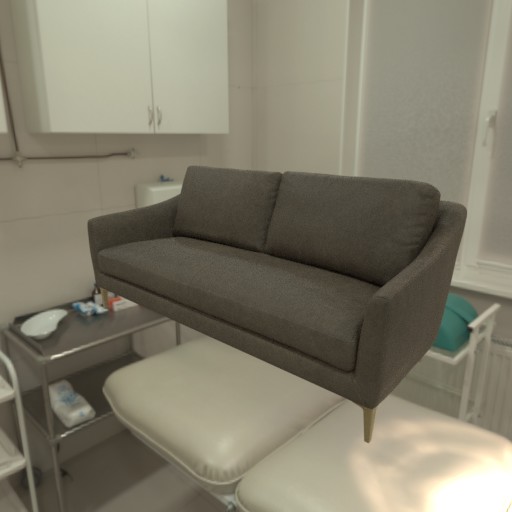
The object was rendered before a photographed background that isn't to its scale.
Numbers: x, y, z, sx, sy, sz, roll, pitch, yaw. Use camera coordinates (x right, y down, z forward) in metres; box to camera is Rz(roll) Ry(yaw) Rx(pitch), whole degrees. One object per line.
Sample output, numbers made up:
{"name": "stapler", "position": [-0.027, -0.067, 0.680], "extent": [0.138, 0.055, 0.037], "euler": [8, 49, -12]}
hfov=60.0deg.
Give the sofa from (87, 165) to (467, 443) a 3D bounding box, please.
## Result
{"name": "sofa", "position": [0.000, 0.000, 2.451], "extent": [2.036, 0.902, 0.960], "euler": [14, 20, 41]}
